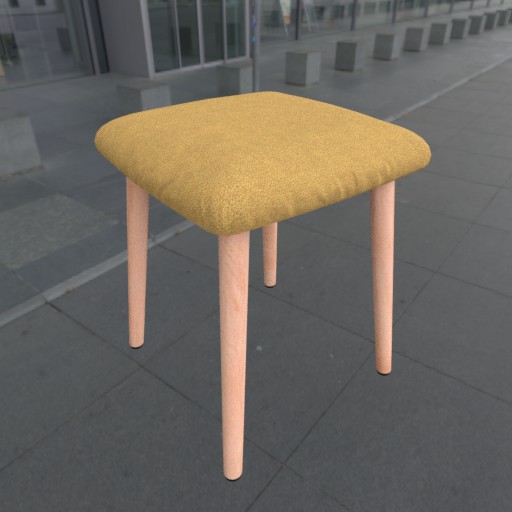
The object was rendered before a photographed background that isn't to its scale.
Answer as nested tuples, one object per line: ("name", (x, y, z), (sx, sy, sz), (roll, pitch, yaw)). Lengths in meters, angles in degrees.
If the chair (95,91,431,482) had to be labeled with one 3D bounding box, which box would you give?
("chair", (0.000, 0.000, 0.689), (0.350, 0.440, 0.350), (-22, 38, -31))
